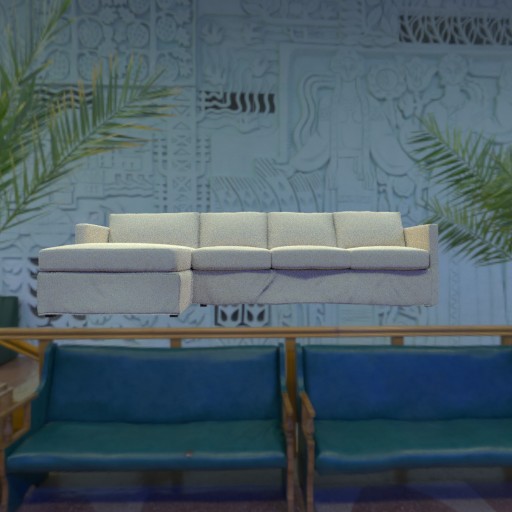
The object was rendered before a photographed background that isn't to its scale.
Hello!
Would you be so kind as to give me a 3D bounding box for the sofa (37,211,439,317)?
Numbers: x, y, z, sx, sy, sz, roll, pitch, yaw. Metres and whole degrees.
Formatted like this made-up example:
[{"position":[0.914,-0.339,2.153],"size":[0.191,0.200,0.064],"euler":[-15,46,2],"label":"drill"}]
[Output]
[{"position":[0.000,0.000,3.957],"size":[3.205,0.922,1.650],"euler":[0,0,-1],"label":"sofa"}]
